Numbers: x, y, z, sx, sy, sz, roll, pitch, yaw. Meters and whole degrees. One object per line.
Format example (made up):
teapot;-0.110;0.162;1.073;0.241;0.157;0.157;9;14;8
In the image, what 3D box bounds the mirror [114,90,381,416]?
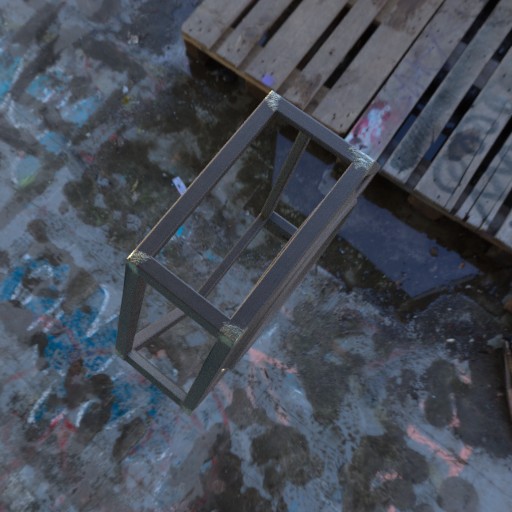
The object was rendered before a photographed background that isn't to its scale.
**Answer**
mirror;0.000;0.000;0.536;0.119;0.334;0.380;37;80;8
